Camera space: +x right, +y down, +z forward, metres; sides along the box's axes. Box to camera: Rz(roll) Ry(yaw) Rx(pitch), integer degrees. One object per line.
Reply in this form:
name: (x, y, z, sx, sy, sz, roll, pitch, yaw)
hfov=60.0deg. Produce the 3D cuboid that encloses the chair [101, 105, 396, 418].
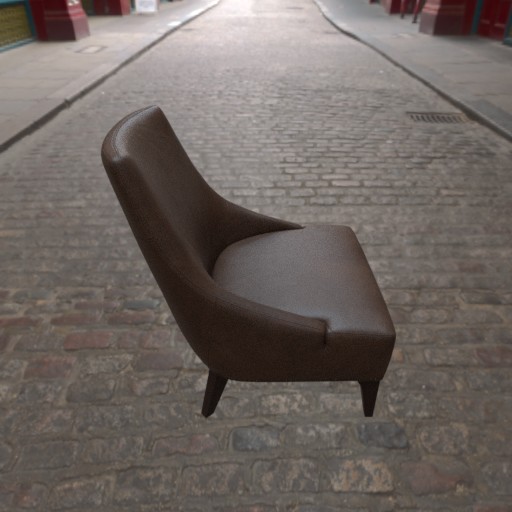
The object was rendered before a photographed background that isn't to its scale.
chair: (0.000, 0.000, 1.544, 0.861, 0.909, 0.701, -1, 32, -1)
